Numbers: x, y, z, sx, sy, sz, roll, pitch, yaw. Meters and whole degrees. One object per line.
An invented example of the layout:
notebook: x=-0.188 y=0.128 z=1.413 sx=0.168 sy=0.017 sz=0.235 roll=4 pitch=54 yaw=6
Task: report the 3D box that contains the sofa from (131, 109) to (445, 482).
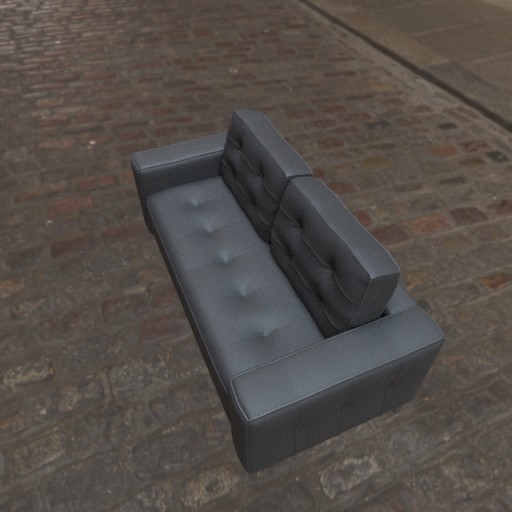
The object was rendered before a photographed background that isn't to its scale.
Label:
sofa: x=0.000 y=0.000 z=2.197 sx=0.833 sy=0.893 sz=1.726 roll=-17 pitch=48 yaw=-16
